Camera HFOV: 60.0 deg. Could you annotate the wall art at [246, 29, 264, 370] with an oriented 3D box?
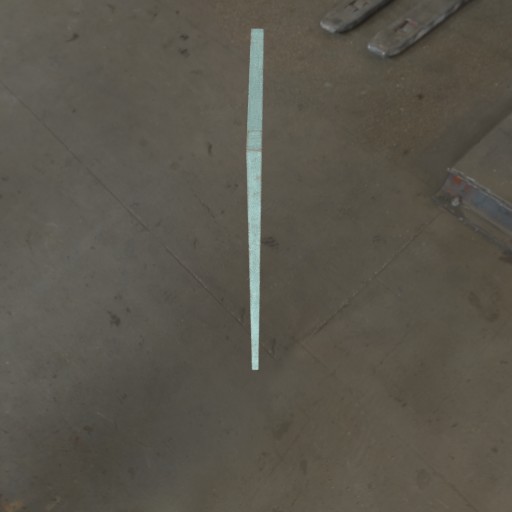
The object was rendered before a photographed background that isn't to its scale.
[{"bbox_3d":[0.000,0.000,1.322,0.025,1.219,0.329,1,59,1],"label":"wall art"}]
